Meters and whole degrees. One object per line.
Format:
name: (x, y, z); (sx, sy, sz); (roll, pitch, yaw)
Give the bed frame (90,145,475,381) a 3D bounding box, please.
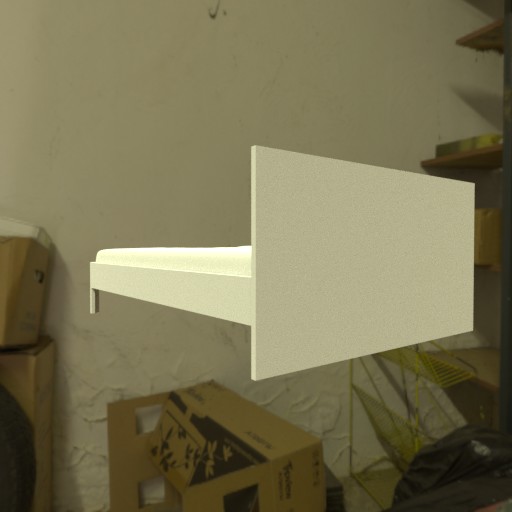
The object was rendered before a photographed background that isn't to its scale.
bed frame: (0.000, 0.000, 2.732); (1.490, 0.800, 1.950); (-1, 2, -37)
